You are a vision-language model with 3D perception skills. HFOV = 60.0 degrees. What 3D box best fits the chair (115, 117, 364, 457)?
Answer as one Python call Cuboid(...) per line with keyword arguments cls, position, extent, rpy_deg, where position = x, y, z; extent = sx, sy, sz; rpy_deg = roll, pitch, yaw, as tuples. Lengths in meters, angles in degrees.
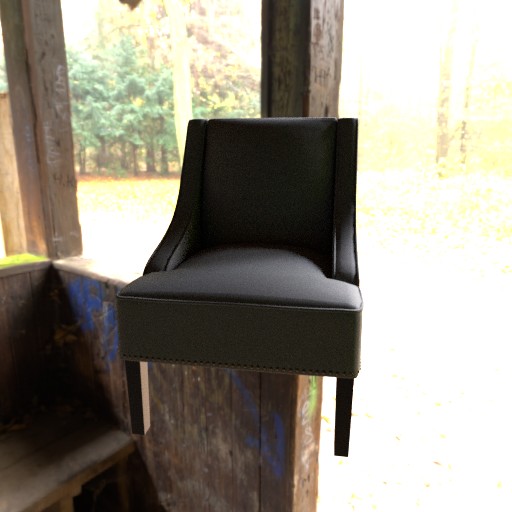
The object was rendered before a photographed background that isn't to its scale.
Cuboid(cls="chair", position=(0.000, 0.000, 1.395), extent=(0.631, 0.867, 0.747), rpy_deg=(2, 14, 9))
